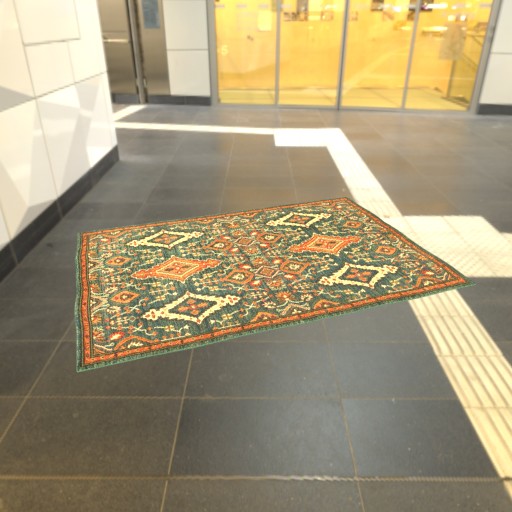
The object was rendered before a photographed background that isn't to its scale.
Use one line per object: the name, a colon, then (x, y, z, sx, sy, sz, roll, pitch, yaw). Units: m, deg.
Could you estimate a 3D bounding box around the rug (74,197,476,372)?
rug: (0.000, 0.000, 3.083, 2.373, 0.009, 1.622, -9, 30, -17)
